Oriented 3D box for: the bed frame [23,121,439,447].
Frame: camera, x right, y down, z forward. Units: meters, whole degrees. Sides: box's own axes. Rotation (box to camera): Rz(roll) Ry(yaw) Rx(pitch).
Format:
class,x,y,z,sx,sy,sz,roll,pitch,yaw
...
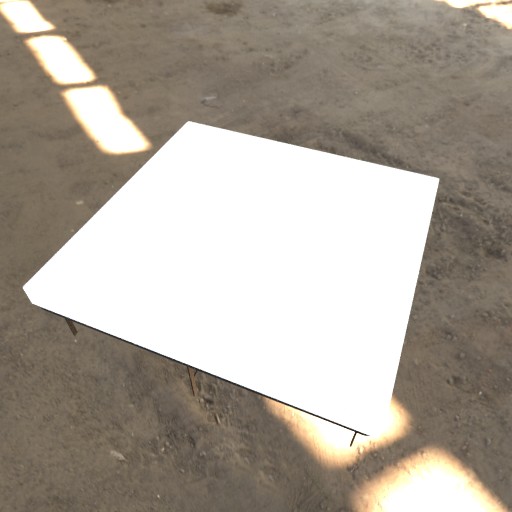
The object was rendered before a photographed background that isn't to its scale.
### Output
class,x,y,z,sx,sy,sz,roll,pitch,yaw
bed frame,0.000,0.000,3.024,2.032,0.559,1.930,17,49,15
